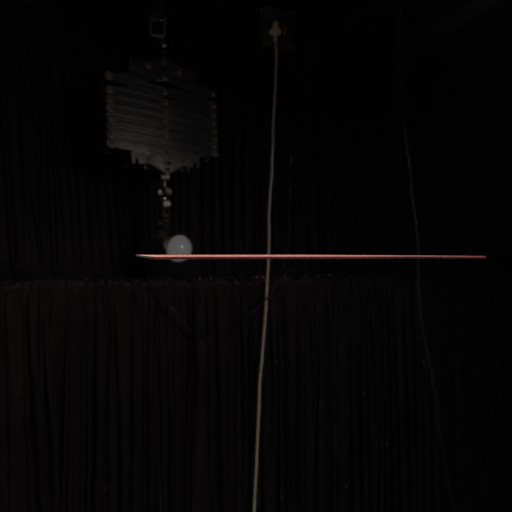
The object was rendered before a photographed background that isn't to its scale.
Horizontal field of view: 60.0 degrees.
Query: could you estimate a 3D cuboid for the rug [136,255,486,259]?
[{"bbox_3d":[0.000,0.000,3.023,1.535,0.010,2.431,0,0,-17],"label":"rug"}]
